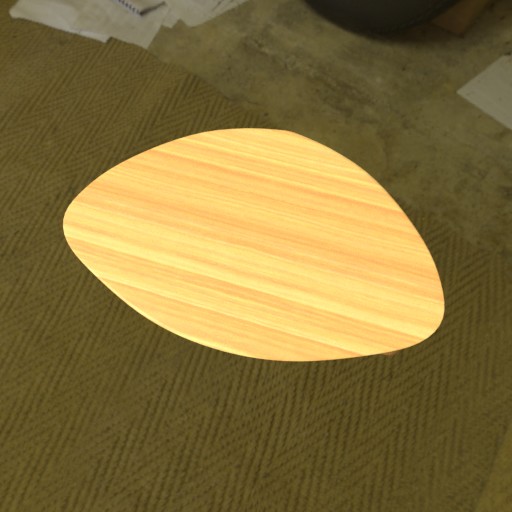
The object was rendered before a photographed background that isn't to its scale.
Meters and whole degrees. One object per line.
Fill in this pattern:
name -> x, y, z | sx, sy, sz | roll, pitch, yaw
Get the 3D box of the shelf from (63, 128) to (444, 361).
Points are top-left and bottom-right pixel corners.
shelf -> 0.000, 0.000, 1.648 | 1.246, 0.440, 0.845 | 15, 65, 8
